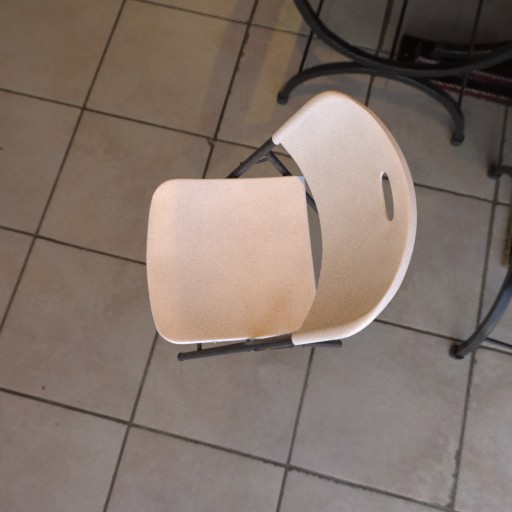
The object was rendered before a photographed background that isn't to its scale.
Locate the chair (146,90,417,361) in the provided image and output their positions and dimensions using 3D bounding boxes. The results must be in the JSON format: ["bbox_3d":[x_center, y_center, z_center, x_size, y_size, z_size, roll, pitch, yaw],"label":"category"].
[{"bbox_3d":[0.000,0.000,1.166,0.566,0.810,0.494,-4,76,-1],"label":"chair"}]
